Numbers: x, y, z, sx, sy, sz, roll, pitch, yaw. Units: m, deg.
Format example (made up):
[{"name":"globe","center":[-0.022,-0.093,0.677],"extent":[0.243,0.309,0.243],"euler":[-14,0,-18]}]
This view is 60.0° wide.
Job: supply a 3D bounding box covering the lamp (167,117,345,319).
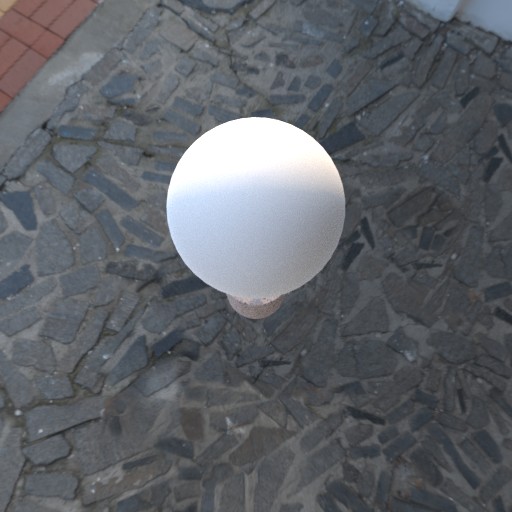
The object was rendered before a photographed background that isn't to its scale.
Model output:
[{"name":"lamp","center":[0.000,0.000,0.545],"extent":[0.153,0.480,0.153],"euler":[0,76,0]}]
